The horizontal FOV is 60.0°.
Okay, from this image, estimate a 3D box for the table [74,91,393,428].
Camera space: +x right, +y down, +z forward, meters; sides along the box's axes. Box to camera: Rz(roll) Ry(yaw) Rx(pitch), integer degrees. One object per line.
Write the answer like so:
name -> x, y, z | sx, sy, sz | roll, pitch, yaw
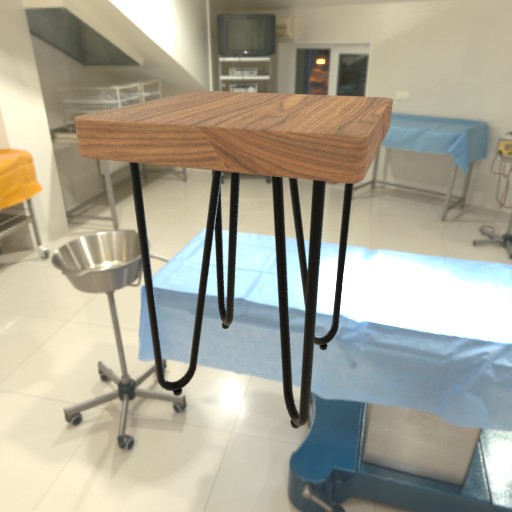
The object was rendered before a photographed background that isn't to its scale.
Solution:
table -> 0.000, 0.000, 0.993 | 0.479, 0.641, 0.480 | 9, 27, 18
